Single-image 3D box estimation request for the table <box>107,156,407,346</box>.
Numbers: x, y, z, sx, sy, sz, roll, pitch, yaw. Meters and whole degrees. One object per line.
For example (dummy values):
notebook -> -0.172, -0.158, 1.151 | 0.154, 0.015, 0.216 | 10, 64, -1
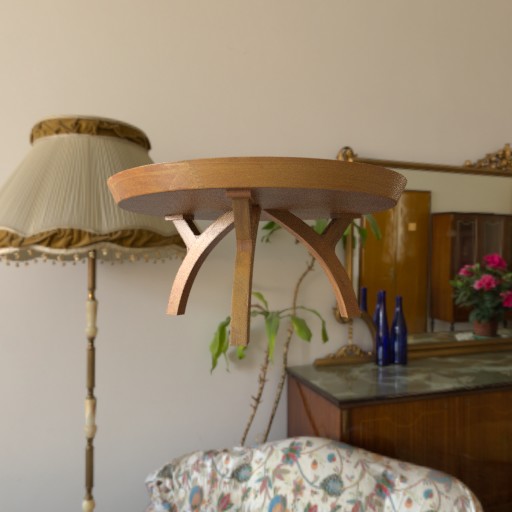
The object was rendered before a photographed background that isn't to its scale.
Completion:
table -> 0.000, 0.000, 1.566 | 1.016, 0.470, 1.016 | 0, -1, 0
